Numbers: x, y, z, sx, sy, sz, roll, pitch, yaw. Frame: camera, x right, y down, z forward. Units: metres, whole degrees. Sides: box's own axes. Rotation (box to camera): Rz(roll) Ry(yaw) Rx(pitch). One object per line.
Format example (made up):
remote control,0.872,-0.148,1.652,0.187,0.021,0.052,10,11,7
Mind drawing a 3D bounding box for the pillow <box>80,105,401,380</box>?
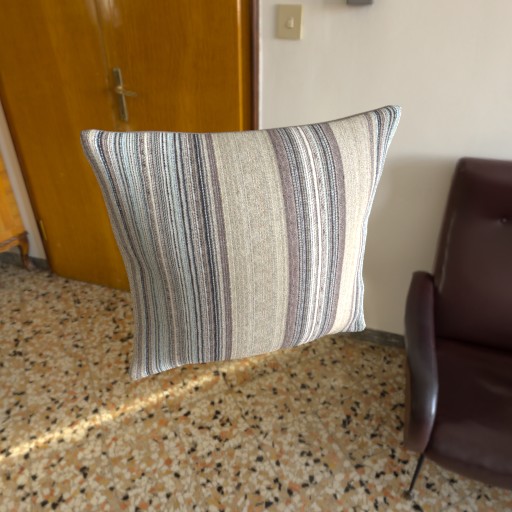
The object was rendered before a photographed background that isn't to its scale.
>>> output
pillow,0.000,0.000,0.674,0.435,0.416,0.189,-9,33,-14
